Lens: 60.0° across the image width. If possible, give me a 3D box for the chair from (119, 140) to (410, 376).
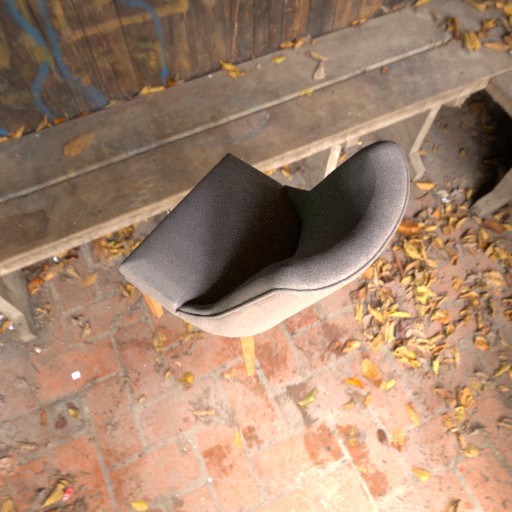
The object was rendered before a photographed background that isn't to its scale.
[{"bbox_3d":[0.000,0.000,1.322,0.636,0.916,0.548,33,68,16],"label":"chair"}]
